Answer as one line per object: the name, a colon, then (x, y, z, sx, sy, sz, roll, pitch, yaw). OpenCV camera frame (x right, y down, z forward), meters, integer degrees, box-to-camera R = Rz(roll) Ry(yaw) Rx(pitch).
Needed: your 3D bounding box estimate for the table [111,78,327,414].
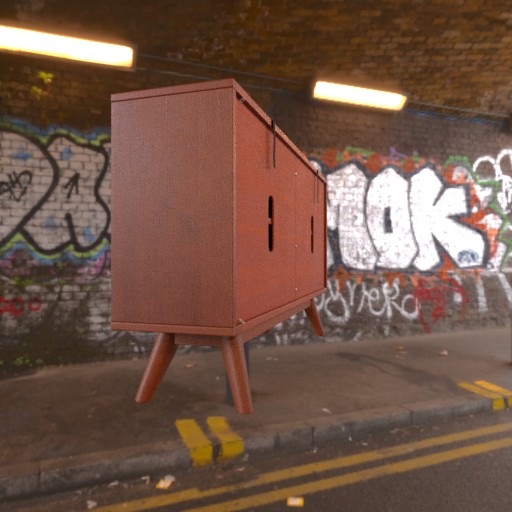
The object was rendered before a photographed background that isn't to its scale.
table: (0.000, 0.000, 1.494, 0.308, 0.698, 1.220, 0, 0, 18)
